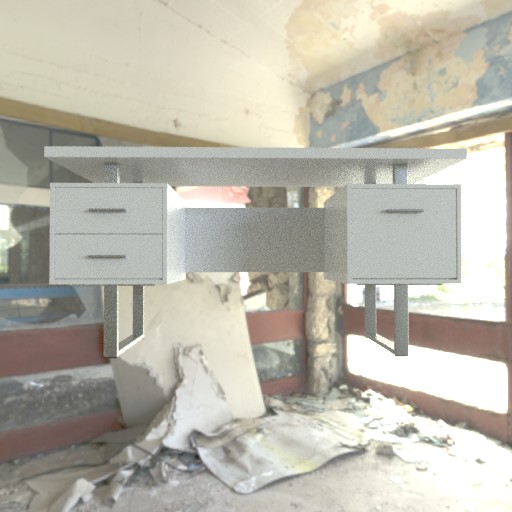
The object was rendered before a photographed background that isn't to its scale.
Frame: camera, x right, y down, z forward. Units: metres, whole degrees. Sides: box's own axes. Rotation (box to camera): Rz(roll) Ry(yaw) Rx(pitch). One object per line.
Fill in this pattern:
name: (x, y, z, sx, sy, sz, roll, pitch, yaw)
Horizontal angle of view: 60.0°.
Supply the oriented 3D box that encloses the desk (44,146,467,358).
desk: (0.000, 0.000, 1.893, 1.530, 0.773, 0.603, 0, -1, -1)
